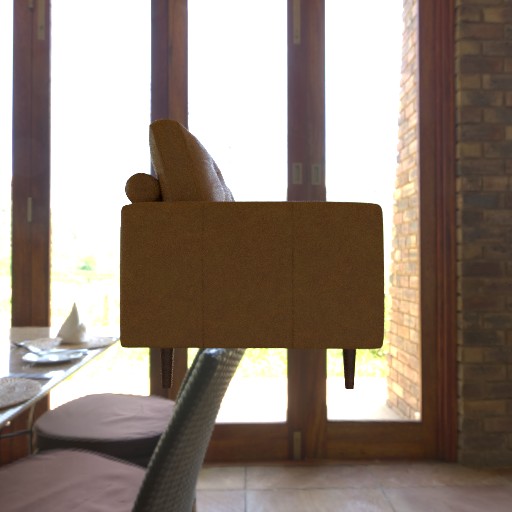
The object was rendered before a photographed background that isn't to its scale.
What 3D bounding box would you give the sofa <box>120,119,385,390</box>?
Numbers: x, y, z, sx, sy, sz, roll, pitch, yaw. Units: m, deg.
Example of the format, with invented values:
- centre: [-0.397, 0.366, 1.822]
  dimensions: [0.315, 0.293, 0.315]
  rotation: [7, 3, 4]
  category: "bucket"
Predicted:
- centre: [0.000, 0.000, 2.027]
  dimensions: [0.868, 0.898, 1.430]
  rotation: [0, -1, 2]
  category: "sofa"
